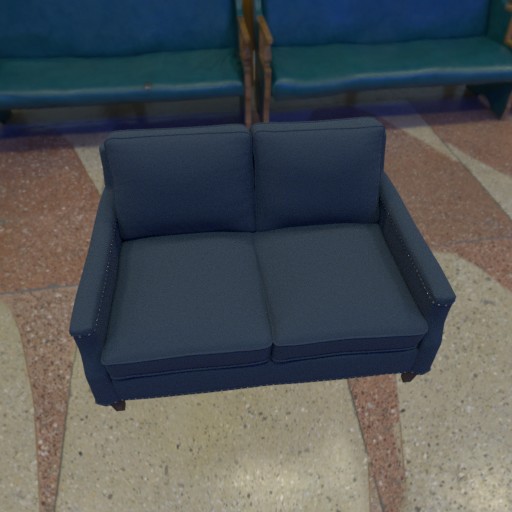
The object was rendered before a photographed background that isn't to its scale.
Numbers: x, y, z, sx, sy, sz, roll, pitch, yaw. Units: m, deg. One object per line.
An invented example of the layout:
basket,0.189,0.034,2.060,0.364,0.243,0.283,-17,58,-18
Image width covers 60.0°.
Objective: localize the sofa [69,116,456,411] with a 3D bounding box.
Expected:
sofa,0.000,0.000,2.199,1.597,1.003,1.084,-4,46,-4
